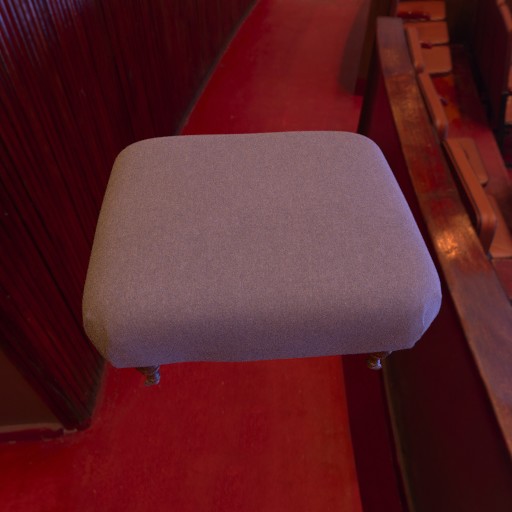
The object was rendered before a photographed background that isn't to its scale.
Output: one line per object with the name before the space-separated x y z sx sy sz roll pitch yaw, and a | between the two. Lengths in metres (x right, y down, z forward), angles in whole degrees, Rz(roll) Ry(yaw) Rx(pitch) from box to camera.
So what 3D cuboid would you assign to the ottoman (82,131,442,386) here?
ottoman | 0.000 0.000 1.155 0.747 0.450 0.622 -3 48 -3
